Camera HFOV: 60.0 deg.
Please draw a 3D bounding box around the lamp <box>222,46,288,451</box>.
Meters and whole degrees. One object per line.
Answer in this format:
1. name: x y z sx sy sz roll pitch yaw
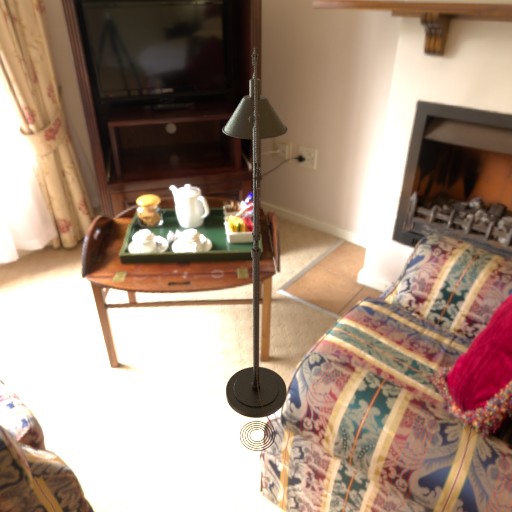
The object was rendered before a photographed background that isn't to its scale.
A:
1. lamp: 0.000 0.000 1.958 0.319 1.626 0.904 0 32 -1
